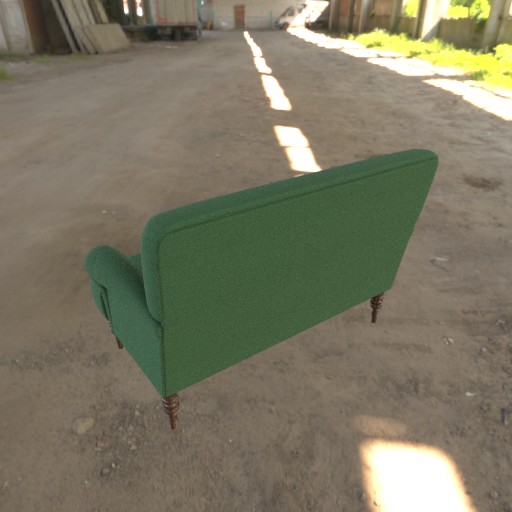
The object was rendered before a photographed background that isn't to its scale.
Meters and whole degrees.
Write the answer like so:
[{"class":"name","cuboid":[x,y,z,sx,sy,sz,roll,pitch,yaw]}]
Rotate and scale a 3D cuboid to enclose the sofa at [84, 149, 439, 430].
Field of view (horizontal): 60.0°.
[{"class":"sofa","cuboid":[0.000,0.000,1.860,1.297,0.889,0.779,-19,35,-30]}]
